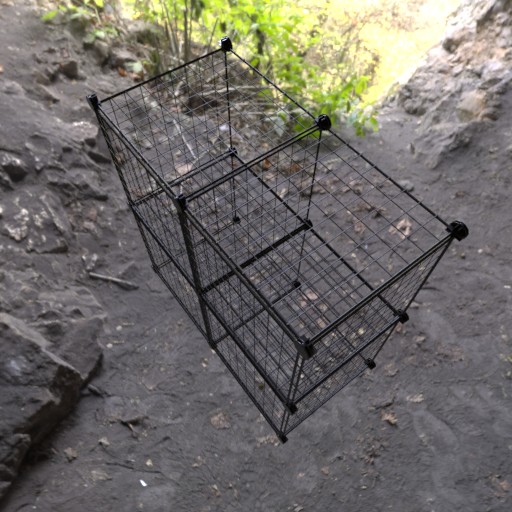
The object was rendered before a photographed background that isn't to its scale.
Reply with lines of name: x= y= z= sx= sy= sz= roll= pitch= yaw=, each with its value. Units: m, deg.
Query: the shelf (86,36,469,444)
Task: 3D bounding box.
shelf: x=0.000 y=0.000 z=1.126 sx=0.356 sy=0.711 sz=0.711 roll=-33 pitch=63 yaw=-19
